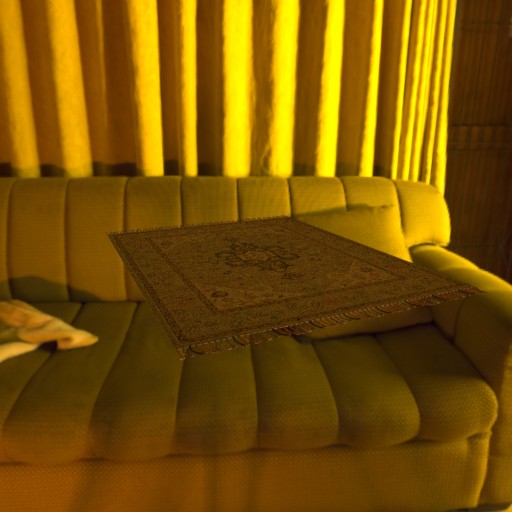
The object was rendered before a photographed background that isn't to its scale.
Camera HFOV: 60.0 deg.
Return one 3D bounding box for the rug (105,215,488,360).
[{"bbox_3d":[0.000,0.000,3.508,1.971,0.010,2.651,-8,18,-24],"label":"rug"}]
